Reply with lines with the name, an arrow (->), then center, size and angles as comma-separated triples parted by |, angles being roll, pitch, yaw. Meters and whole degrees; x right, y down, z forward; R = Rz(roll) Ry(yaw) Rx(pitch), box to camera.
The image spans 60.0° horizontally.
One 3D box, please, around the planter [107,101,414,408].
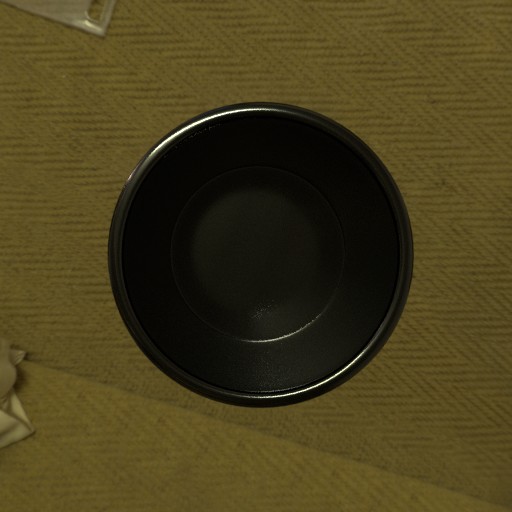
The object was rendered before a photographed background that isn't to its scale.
planter -> 0.000, 0.000, 0.644 | 0.310, 0.432, 0.310 | 0, 91, -1
